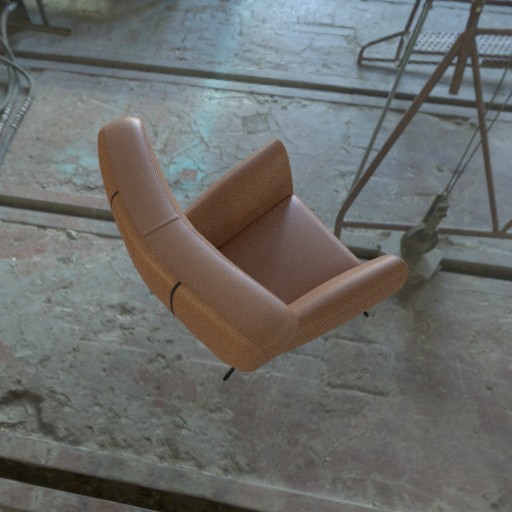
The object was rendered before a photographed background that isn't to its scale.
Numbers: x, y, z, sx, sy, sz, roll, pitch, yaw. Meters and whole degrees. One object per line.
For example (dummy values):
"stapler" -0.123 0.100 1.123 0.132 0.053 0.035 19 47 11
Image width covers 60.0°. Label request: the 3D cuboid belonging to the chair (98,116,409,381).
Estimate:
"chair" 0.000 0.000 1.805 0.900 1.050 0.980 -31 64 -17
